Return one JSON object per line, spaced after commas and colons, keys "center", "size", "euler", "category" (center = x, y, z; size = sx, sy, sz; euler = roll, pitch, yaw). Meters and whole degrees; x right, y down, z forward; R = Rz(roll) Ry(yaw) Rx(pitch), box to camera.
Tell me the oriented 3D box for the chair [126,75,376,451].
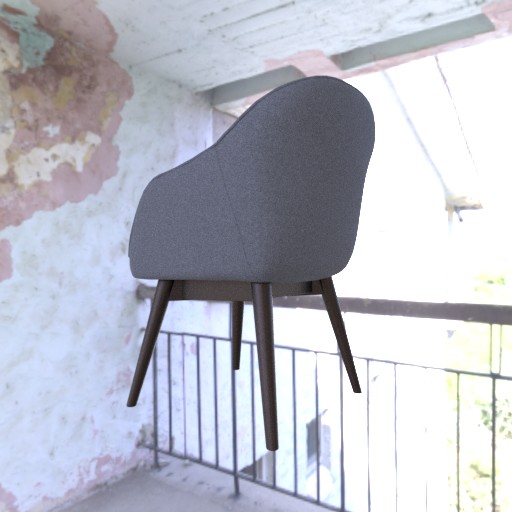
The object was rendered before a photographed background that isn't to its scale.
{"center": [0.000, 0.000, 1.242], "size": [0.611, 0.810, 0.589], "euler": [0, 0, 35], "category": "chair"}
